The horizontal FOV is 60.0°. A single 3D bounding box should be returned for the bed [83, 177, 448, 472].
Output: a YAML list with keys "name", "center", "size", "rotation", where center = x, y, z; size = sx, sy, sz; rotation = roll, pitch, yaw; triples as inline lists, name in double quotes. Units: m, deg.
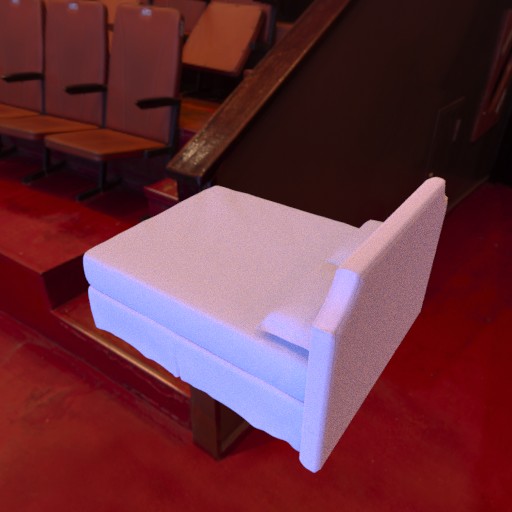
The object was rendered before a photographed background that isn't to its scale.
- name: "bed"
  center: [0.000, 0.000, 3.351]
  size: [2.164, 1.297, 1.828]
  rotation: [21, 38, 30]
